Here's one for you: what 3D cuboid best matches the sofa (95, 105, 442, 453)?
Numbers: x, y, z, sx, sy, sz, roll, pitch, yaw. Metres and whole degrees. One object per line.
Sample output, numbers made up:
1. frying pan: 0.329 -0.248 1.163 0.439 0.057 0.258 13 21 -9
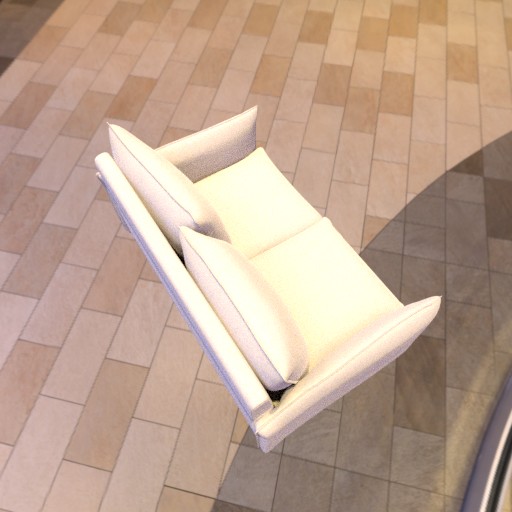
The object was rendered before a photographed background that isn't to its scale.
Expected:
1. sofa: 0.000 0.000 1.887 0.820 0.840 1.300 -29 63 -17
